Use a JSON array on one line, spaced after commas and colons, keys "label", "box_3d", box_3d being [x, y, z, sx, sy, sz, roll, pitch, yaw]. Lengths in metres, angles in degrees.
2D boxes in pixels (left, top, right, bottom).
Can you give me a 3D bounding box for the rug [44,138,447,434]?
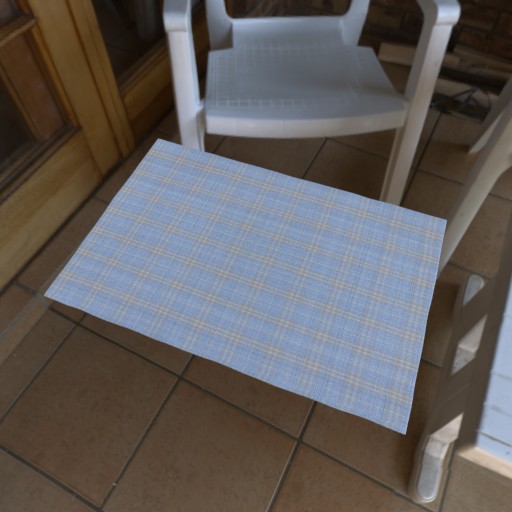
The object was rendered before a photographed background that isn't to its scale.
[{"label": "rug", "box_3d": [0.000, 0.000, 2.363, 1.835, 0.012, 1.231, 18, 59, 11]}]
